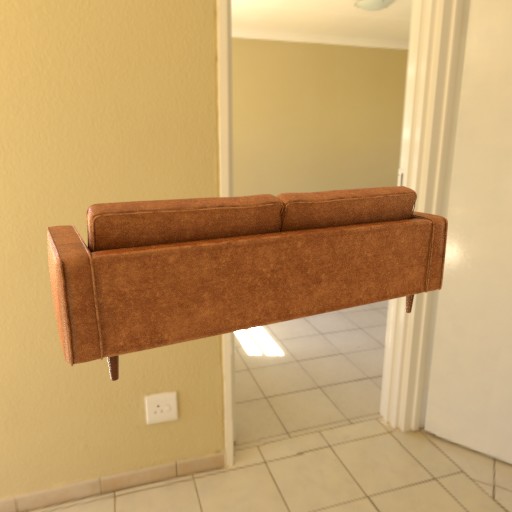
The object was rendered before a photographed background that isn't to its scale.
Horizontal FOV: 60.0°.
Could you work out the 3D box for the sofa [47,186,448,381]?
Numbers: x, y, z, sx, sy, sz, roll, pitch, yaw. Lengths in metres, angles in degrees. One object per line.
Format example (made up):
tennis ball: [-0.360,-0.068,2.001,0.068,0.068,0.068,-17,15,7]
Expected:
sofa: [0.000,0.000,2.604,2.199,0.779,0.886,-7,16,-26]
